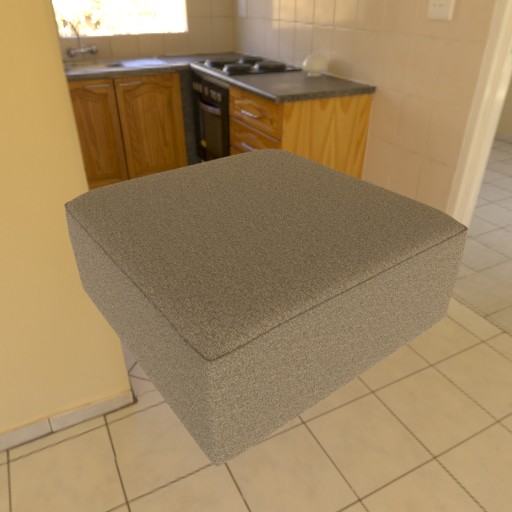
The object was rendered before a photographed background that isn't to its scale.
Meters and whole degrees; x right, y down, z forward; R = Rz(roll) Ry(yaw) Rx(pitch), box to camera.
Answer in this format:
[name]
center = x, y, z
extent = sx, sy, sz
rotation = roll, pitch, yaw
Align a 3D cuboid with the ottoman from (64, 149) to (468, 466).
[ottoman]
center = 0.000, 0.000, 1.595
extent = 1.015, 0.464, 1.005
rotation = -21, 37, -31
